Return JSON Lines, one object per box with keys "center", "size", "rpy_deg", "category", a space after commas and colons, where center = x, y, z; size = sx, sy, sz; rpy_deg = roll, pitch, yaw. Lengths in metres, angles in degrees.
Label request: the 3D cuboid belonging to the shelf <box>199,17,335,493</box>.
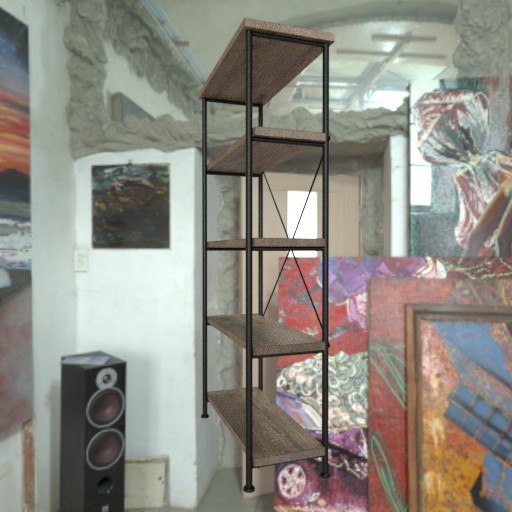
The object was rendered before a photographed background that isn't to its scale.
{"center": [0.000, 0.000, 2.016], "size": [0.360, 1.700, 0.800], "rpy_deg": [0, 1, -19], "category": "shelf"}
